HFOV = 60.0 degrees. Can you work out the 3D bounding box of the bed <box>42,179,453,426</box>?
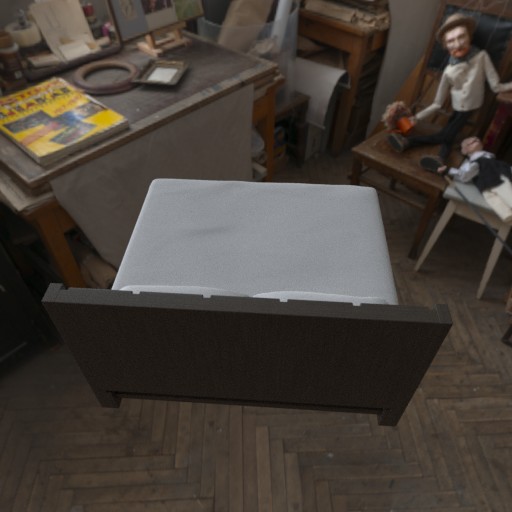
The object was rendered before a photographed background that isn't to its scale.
[{"bbox_3d":[0.000,0.000,3.438,2.134,1.270,2.012,3,47,3],"label":"bed"}]
